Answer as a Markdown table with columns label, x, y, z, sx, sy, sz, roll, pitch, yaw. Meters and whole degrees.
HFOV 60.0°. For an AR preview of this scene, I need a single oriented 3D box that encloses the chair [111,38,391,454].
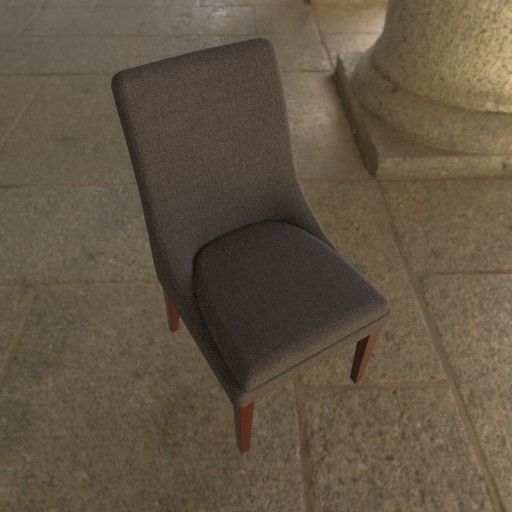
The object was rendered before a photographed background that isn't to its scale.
| label | x | y | z | sx | sy | sz | roll | pitch | yaw |
| --- | --- | --- | --- | --- | --- | --- | --- | --- | --- |
| chair | 0.000 | 0.000 | 1.290 | 0.508 | 0.952 | 0.655 | -24 | 51 | -21 |
